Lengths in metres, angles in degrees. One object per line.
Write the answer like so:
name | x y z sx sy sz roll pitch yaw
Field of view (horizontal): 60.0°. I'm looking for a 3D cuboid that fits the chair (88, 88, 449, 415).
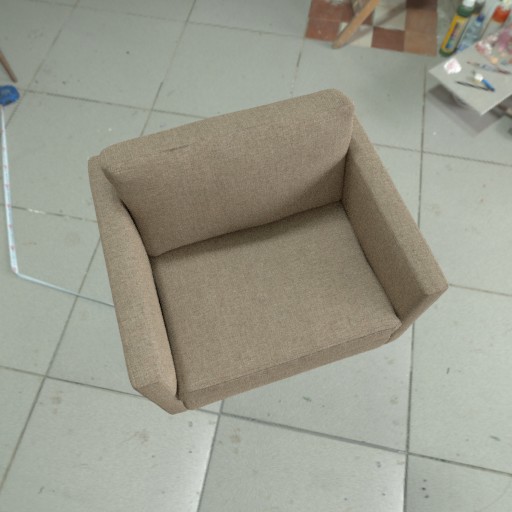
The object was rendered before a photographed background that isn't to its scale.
chair | 0.000 0.000 1.844 1.107 0.987 0.959 -16 65 -8
